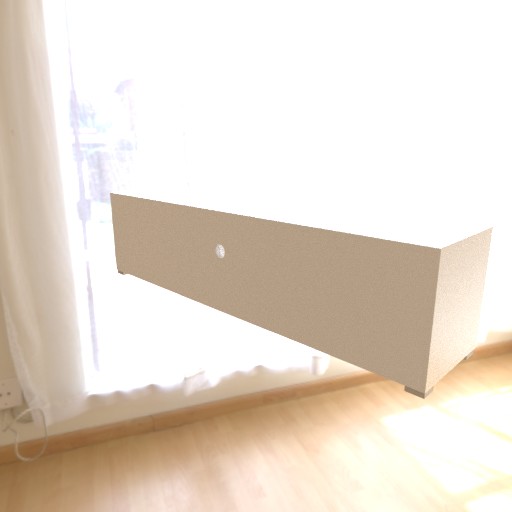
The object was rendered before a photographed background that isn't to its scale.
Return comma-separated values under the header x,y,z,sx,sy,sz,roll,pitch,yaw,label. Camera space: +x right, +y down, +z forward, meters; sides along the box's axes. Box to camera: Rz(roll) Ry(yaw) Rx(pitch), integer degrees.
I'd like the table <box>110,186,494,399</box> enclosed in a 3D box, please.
x,y,z,sx,sy,sz,roll,pitch,yaw,label
0.000,0.000,1.830,1.650,0.420,0.390,14,21,43,table
